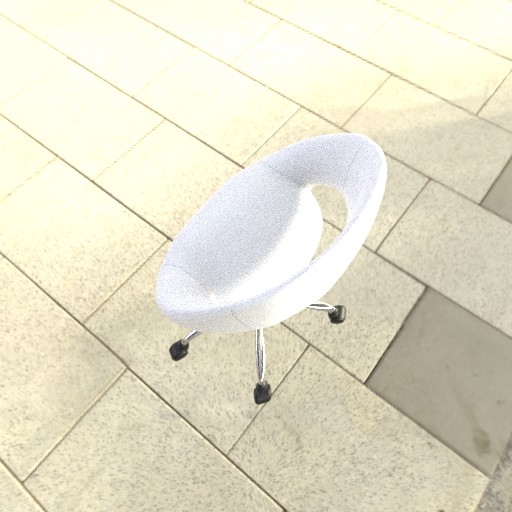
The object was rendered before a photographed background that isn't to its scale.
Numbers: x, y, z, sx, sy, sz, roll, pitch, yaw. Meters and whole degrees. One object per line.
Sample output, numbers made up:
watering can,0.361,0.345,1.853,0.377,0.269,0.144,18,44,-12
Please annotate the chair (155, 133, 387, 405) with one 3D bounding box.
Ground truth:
chair,0.000,0.000,1.170,0.538,0.791,0.612,33,68,16
